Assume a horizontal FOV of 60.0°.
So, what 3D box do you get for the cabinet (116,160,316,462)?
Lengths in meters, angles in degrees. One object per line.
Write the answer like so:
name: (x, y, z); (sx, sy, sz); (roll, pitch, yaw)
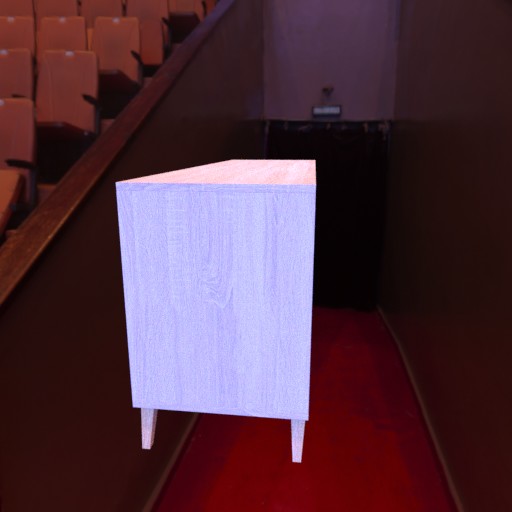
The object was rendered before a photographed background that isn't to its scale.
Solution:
cabinet: (0.000, 0.000, 1.974); (0.500, 0.780, 1.649); (2, 14, 7)
